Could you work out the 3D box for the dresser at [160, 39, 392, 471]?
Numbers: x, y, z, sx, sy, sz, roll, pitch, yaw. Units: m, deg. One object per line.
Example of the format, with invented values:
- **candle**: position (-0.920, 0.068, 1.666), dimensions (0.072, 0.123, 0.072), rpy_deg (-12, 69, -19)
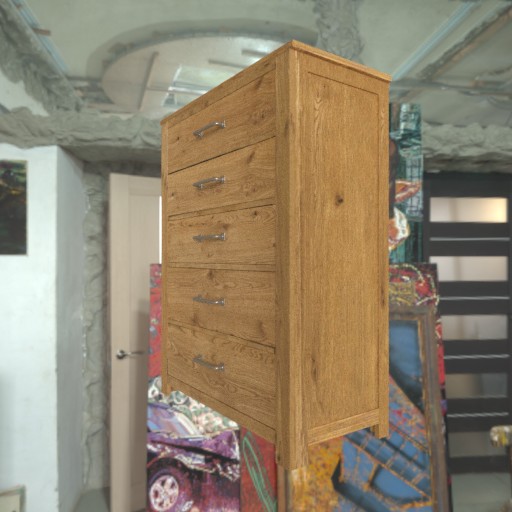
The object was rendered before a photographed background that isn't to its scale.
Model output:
- **dresser**: position (0.000, 0.000, 2.035), dimensions (0.558, 1.431, 1.081), rpy_deg (0, 0, -35)
